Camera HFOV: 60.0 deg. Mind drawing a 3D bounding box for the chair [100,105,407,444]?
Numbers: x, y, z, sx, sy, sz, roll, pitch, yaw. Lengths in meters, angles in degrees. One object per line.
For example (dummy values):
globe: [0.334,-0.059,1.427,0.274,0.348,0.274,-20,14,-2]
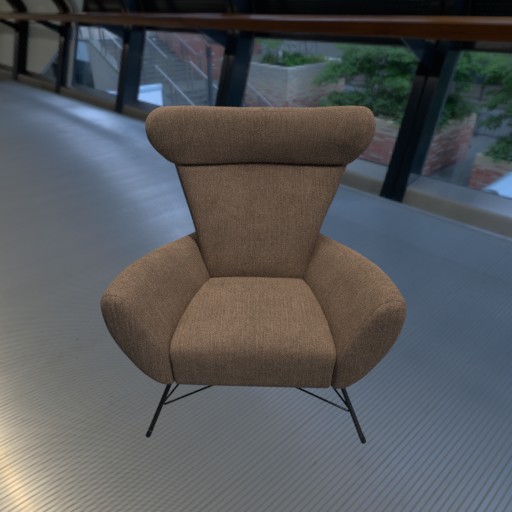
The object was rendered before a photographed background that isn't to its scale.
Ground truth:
chair: [0.000,0.000,1.748,0.980,1.040,0.900,1,30,2]
